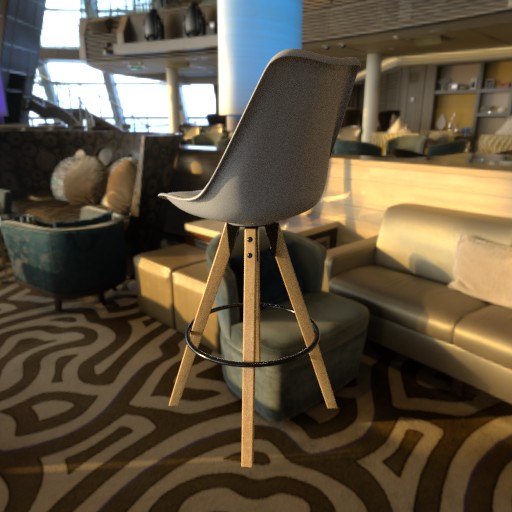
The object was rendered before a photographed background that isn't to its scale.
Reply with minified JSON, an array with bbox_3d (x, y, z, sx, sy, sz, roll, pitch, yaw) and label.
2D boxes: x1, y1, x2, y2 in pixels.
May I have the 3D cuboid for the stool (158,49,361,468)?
[{"bbox_3d":[0.000,0.000,1.388,0.485,1.115,0.550,-15,23,-41],"label":"stool"}]
